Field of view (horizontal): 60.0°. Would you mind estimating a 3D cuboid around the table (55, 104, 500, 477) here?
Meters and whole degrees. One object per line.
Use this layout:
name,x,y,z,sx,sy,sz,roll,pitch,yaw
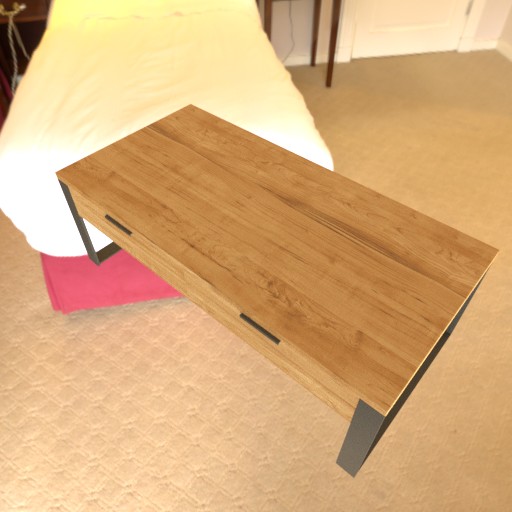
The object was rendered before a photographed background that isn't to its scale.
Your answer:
table,0.000,0.000,1.419,1.180,0.400,0.590,33,55,27
